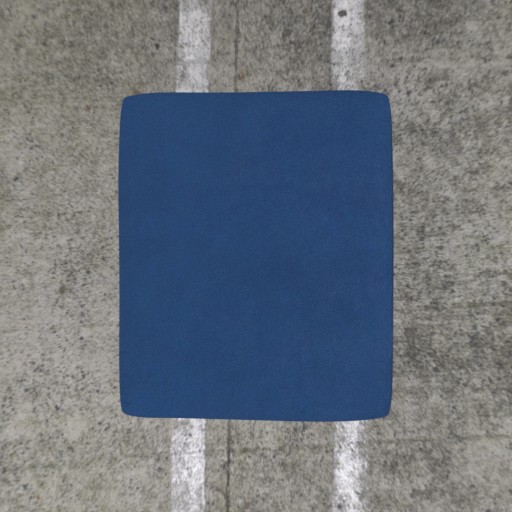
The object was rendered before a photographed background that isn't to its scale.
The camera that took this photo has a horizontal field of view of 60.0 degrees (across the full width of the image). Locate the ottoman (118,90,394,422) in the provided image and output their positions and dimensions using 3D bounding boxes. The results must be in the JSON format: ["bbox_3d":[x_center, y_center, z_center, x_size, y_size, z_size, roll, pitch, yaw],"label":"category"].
[{"bbox_3d":[0.000,0.000,1.205,0.655,0.485,0.794,0,90,2],"label":"ottoman"}]
